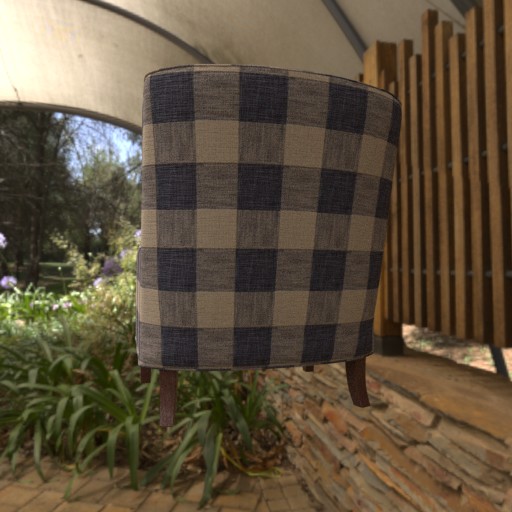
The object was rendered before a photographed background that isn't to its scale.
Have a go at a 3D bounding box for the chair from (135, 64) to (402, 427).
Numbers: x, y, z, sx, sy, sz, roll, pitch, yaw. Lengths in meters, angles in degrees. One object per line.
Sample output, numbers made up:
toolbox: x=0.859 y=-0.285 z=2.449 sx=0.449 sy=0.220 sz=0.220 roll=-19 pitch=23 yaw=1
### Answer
chair: x=0.000 y=0.000 z=1.620 sx=0.830 sy=1.041 sz=0.889 roll=1 pitch=-2 yaw=-17
